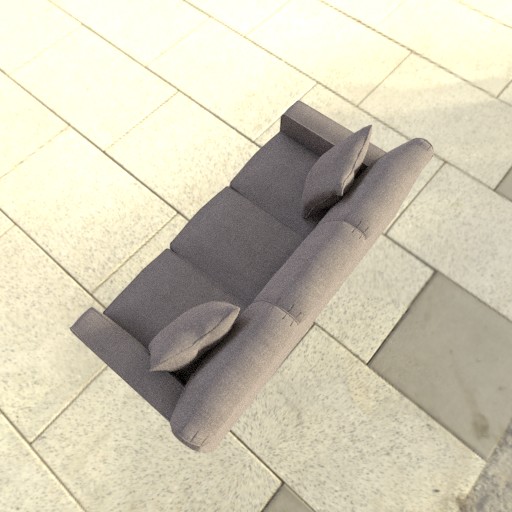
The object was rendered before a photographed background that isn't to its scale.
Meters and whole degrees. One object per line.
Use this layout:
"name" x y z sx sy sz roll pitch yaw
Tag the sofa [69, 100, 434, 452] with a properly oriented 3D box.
"sofa" 0.000 0.000 2.655 0.997 0.958 2.024 36 71 15
